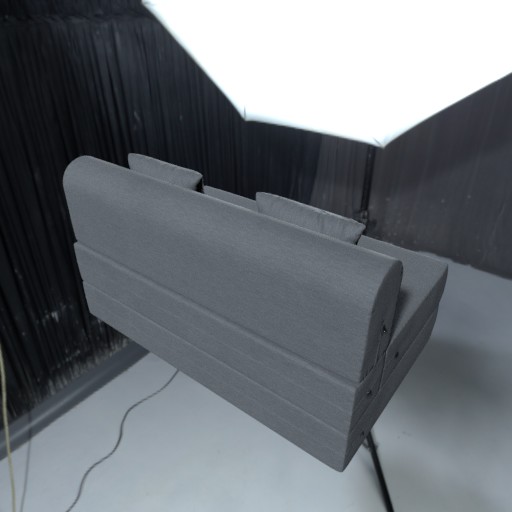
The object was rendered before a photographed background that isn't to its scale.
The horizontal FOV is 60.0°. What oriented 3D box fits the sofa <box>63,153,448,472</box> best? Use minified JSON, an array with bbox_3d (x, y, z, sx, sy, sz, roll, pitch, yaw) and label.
[{"bbox_3d":[0.000,0.000,1.674,1.225,0.670,0.762,22,37,32],"label":"sofa"}]
